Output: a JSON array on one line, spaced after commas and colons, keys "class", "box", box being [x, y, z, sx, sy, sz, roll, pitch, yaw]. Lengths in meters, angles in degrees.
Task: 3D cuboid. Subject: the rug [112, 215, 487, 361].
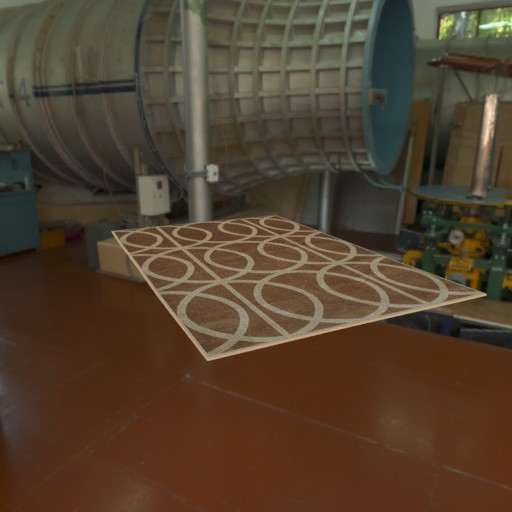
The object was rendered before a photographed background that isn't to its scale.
[{"class": "rug", "box": [0.000, 0.000, 2.939, 1.526, 0.014, 2.290, -8, 18, -25]}]
